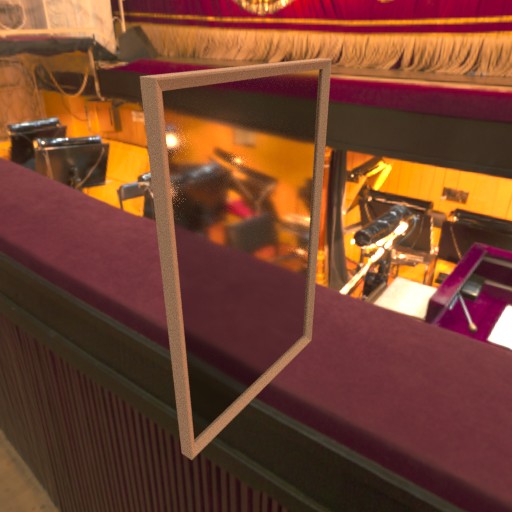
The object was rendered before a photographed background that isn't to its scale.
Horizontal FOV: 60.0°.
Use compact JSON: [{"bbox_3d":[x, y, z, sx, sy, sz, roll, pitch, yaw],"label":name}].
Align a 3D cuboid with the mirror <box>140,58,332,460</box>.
[{"bbox_3d":[0.000,0.000,1.156,0.041,0.915,0.609,19,33,32],"label":"mirror"}]
